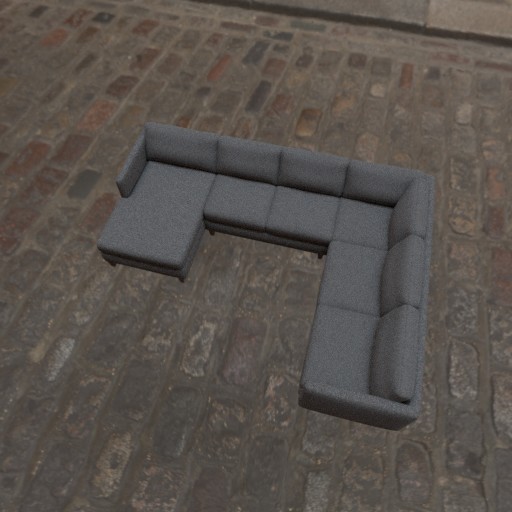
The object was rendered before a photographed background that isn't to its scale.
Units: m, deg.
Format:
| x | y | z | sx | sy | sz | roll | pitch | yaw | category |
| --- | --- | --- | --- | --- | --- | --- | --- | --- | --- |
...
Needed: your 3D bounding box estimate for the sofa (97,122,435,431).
| x | y | z | sx | sy | sz | roll | pitch | yaw | category |
| --- | --- | --- | --- | --- | --- | --- | --- | --- | --- |
| 0.000 | 0.000 | 4.416 | 3.238 | 0.853 | 2.551 | 12 | 60 | 7 | sofa |
